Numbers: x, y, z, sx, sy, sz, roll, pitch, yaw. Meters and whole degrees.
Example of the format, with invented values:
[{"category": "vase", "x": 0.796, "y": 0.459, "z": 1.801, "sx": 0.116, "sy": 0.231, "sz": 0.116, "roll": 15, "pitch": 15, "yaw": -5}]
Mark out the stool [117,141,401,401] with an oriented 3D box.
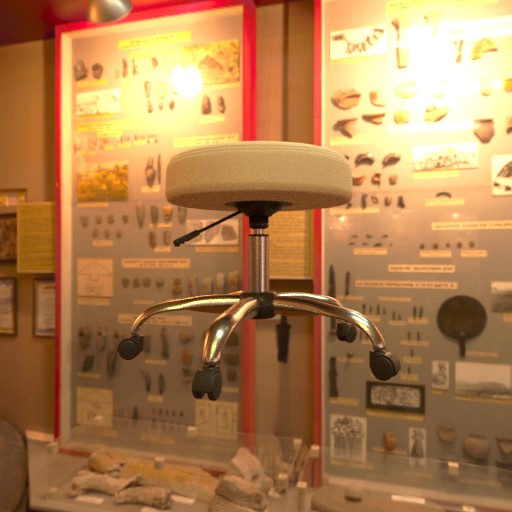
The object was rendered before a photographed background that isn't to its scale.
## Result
[{"category": "stool", "x": 0.000, "y": 0.000, "z": 1.021, "sx": 0.634, "sy": 0.482, "sz": 0.614, "roll": 0, "pitch": 1, "yaw": 17}]
